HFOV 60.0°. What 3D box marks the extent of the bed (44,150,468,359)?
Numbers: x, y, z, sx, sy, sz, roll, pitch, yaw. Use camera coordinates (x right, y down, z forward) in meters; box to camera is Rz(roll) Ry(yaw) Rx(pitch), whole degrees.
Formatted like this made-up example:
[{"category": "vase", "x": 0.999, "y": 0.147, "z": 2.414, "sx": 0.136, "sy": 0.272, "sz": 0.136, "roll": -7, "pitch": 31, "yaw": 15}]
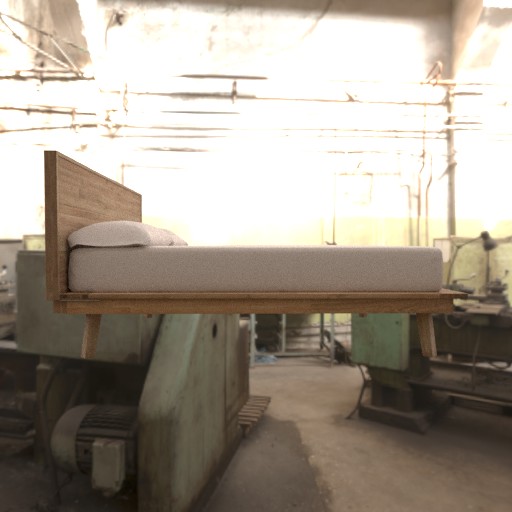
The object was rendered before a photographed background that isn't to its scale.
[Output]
[{"category": "bed", "x": 0.000, "y": 0.000, "z": 3.095, "sx": 2.145, "sy": 1.071, "sz": 1.759, "roll": 0, "pitch": 1, "yaw": -1}]
